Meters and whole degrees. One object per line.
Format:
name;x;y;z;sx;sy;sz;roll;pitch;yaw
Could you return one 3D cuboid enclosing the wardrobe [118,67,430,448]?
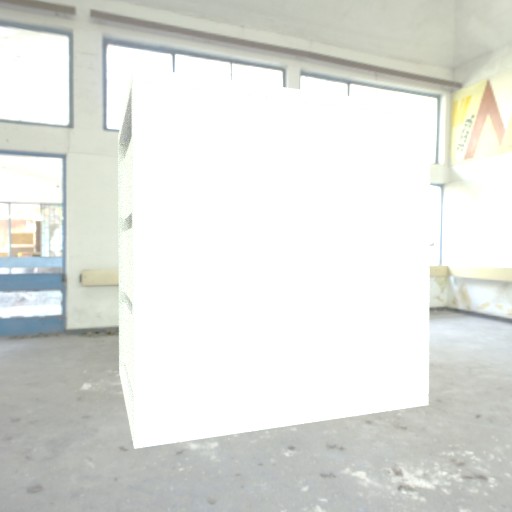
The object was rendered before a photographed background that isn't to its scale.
wardrobe;0.000;0.000;0.876;0.500;0.520;0.400;0;1;-20
